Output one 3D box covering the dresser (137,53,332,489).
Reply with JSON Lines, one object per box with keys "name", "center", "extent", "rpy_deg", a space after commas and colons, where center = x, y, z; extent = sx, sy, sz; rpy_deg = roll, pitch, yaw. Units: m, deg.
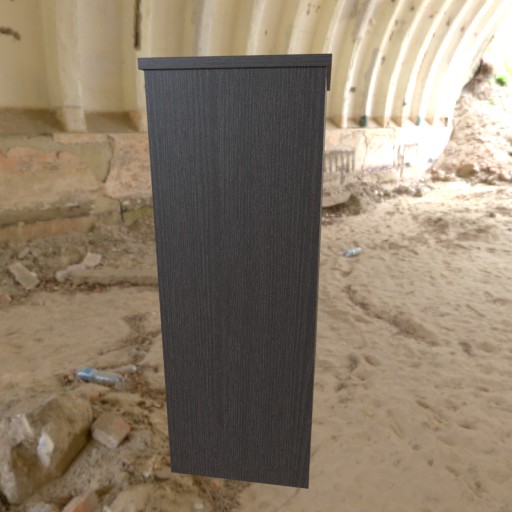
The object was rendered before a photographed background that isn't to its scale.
{"name": "dresser", "center": [0.000, 0.000, 1.339], "extent": [0.399, 1.020, 0.704], "rpy_deg": [3, 17, 8]}
